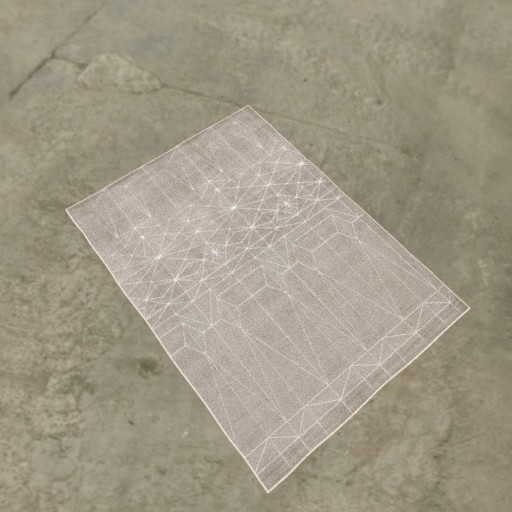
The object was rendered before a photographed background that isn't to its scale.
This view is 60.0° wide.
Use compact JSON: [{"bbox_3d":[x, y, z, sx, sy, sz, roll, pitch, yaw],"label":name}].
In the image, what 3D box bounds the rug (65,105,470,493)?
[{"bbox_3d":[0.000,0.000,4.382,2.449,0.019,3.357,-35,67,-17],"label":"rug"}]
